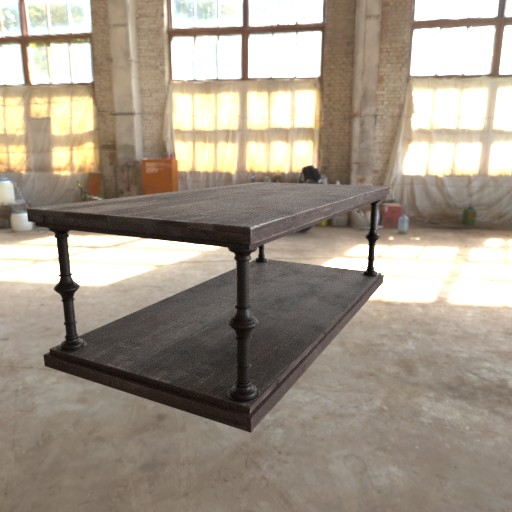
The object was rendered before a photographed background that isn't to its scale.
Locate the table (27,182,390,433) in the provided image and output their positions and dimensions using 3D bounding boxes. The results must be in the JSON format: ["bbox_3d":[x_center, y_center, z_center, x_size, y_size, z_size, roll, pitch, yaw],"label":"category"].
[{"bbox_3d":[0.000,0.000,1.348,0.554,0.373,1.088,7,14,27],"label":"table"}]
